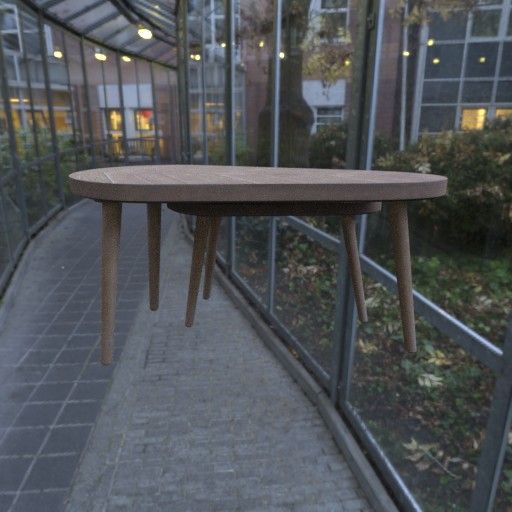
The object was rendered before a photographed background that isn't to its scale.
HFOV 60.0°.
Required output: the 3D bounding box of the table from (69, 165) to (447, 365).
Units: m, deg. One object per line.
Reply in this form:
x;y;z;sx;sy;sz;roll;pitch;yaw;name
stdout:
0.000;0.000;1.582;1.190;0.595;0.701;2;17;7;table
